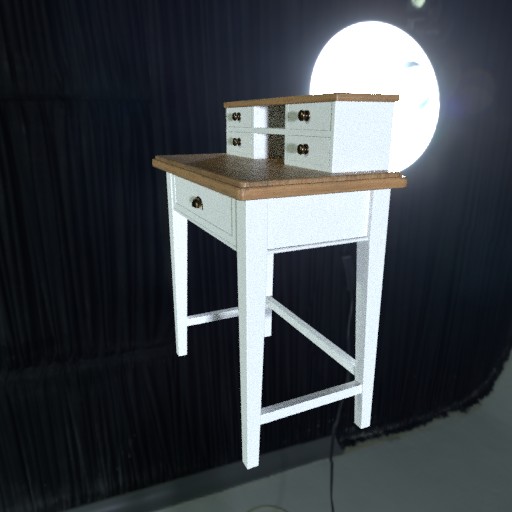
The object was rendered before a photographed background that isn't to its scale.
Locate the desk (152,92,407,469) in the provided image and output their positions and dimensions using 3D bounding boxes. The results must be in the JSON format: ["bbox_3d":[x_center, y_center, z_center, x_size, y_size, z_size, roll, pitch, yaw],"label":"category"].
[{"bbox_3d":[0.000,0.000,1.462,0.462,0.981,0.814,-8,19,-24],"label":"desk"}]
